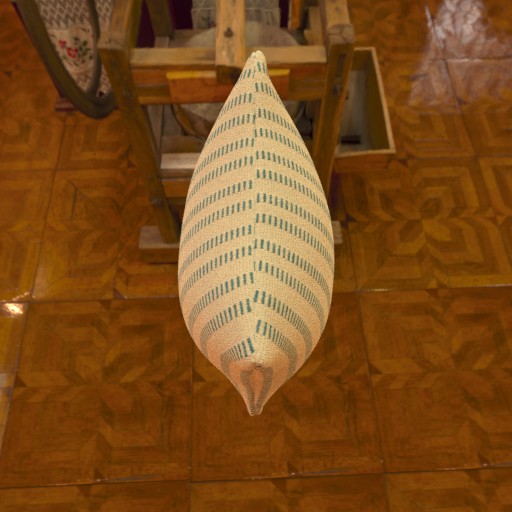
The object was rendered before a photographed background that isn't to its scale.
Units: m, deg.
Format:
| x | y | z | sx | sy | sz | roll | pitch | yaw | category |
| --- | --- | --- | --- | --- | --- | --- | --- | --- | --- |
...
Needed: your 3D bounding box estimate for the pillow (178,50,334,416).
| x | y | z | sx | sy | sz | roll | pitch | yaw | category |
| --- | --- | --- | --- | --- | --- | --- | --- | --- | --- |
| 0.000 | 0.000 | 0.702 | 0.247 | 0.419 | 0.438 | 0 | 64 | 0 | pillow |
